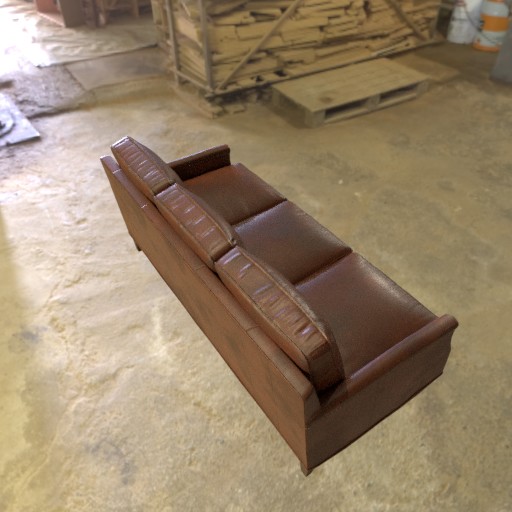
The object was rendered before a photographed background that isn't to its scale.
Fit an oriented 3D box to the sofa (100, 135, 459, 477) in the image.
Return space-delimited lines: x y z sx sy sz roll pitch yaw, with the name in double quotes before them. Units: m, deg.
"sofa" 0.000 0.000 2.752 1.084 1.003 2.240 -25 48 -25
